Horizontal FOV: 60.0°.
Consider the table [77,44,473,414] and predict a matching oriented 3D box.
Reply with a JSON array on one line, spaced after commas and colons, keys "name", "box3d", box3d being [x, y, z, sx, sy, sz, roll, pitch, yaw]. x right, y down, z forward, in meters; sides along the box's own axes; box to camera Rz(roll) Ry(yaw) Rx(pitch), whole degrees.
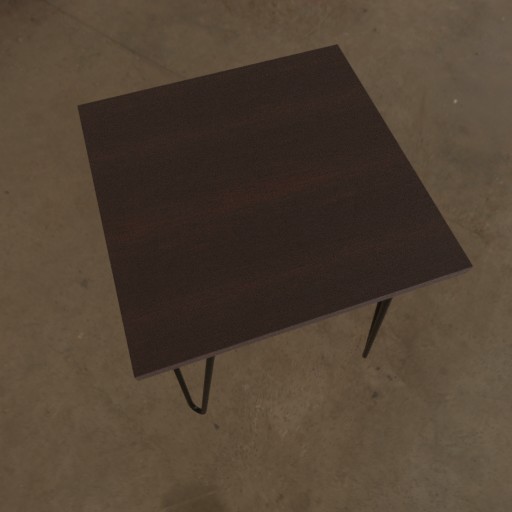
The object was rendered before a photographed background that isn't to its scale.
[{"name": "table", "box3d": [0.000, 0.000, 0.958, 0.495, 0.559, 0.495, -17, 65, -8]}]
